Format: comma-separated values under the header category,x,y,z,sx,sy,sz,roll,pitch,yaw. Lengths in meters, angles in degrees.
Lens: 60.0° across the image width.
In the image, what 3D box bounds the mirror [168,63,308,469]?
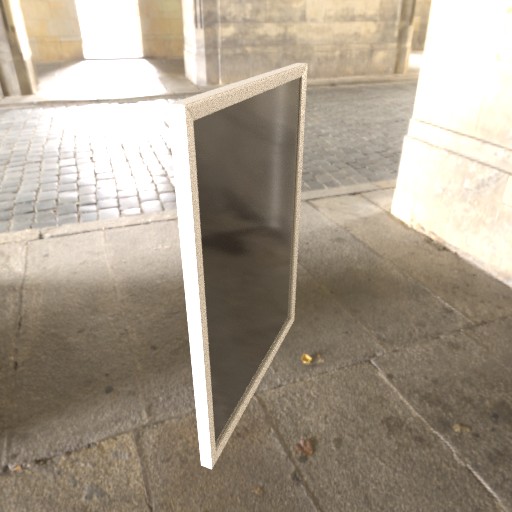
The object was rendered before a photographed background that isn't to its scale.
category,x,y,z,sx,sy,sz,roll,pitch,yaw
mirror,0.000,0.000,1.352,0.040,1.016,0.762,11,31,20
